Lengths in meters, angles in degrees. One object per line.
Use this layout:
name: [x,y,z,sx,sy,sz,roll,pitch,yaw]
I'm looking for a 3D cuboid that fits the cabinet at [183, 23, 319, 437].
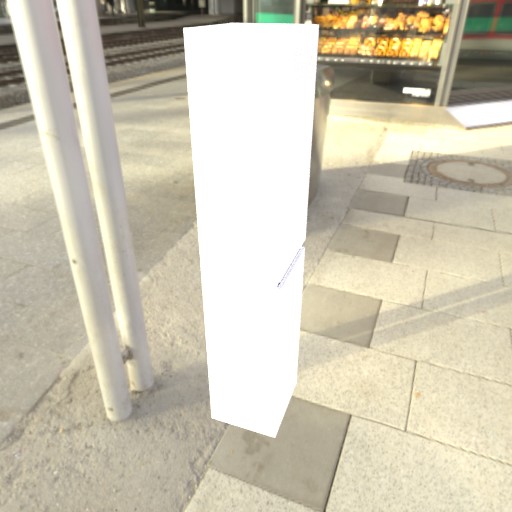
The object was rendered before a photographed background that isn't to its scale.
cabinet: [0.000,0.000,1.519,0.269,1.400,0.300,11,32,18]
